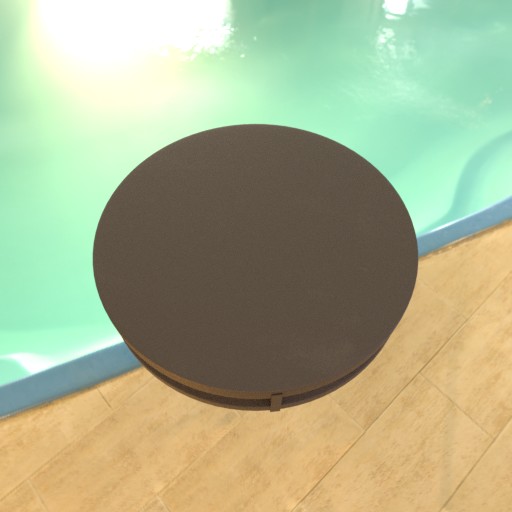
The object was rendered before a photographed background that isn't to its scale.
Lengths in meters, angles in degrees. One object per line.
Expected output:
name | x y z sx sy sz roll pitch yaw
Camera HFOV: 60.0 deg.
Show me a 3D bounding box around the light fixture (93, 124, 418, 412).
light fixture | 0.000 0.000 0.532 0.356 0.102 0.356 0 57 0
